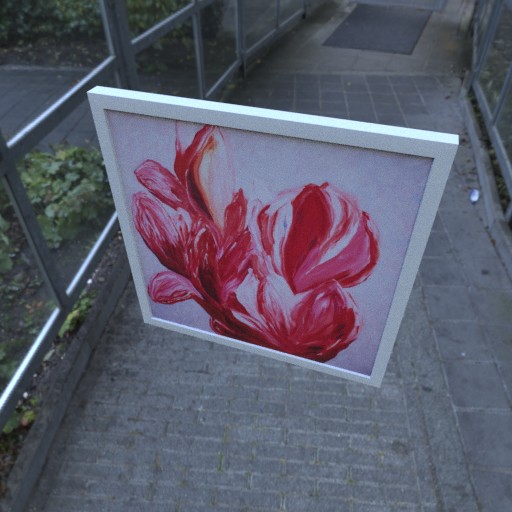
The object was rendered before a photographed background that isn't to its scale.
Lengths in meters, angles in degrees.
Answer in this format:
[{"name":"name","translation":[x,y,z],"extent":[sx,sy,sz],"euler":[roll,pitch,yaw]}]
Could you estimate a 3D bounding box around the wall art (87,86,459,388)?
[{"name":"wall art","translation":[0.000,0.000,0.674],"extent":[0.455,0.453,0.023],"euler":[13,42,14]}]
